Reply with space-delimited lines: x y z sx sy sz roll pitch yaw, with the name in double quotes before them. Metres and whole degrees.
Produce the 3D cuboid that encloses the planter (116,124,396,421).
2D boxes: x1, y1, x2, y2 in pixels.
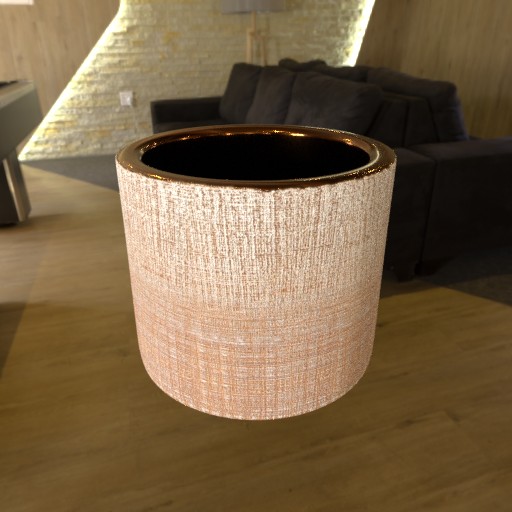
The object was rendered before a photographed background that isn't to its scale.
"planter" 0.000 0.000 0.319 0.177 0.157 0.177 0 26 0
